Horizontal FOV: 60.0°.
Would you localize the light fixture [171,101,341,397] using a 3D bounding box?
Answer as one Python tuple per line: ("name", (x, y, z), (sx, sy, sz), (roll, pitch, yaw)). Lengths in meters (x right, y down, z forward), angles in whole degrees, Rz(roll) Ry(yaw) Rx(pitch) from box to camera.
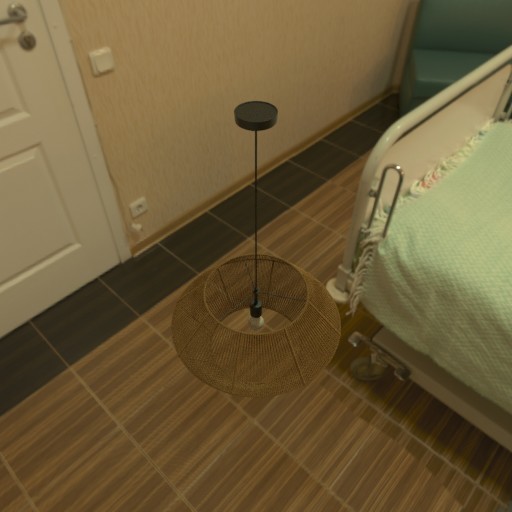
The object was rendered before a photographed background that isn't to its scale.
("light fixture", (0.000, 0.000, 1.441), (0.643, 1.009, 0.643), (0, 46, 0))
